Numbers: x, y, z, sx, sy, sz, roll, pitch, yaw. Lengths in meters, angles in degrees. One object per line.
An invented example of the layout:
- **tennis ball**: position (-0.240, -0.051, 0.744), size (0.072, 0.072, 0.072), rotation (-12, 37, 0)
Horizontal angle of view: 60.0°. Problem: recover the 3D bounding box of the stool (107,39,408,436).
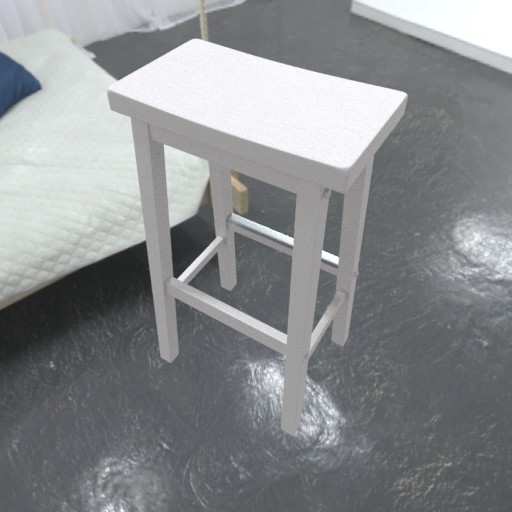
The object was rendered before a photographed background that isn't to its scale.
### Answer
- **stool**: position (0.000, 0.000, 0.948), size (0.406, 0.742, 0.322), rotation (24, 52, 21)
